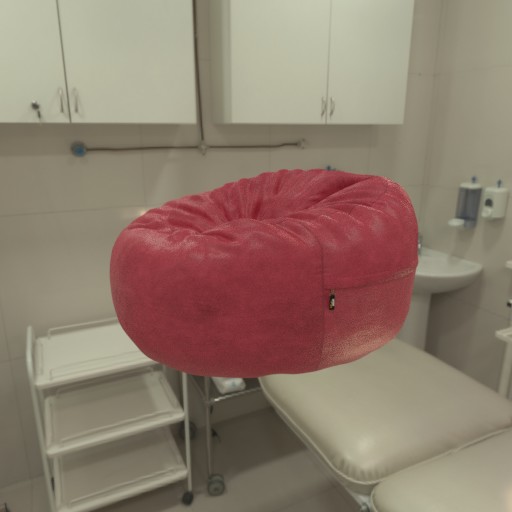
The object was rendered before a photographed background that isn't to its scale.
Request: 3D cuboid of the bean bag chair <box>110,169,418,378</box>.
[{"bbox_3d":[0.000,0.000,2.413,1.524,0.878,1.524,-8,18,-25],"label":"bean bag chair"}]
